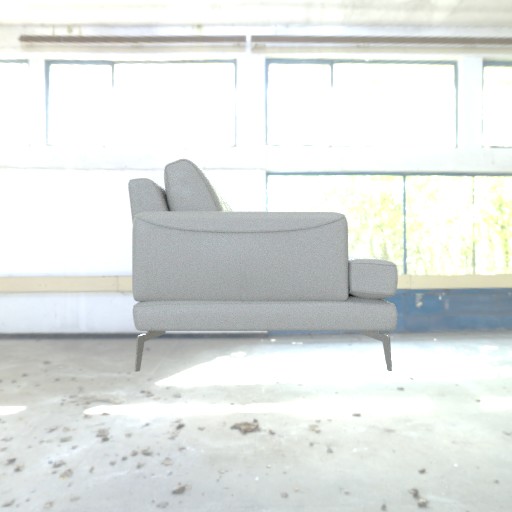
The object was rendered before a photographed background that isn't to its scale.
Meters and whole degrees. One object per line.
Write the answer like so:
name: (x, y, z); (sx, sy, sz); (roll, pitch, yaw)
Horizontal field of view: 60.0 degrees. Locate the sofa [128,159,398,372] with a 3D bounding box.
sofa: (0.000, 0.000, 2.456); (0.974, 0.765, 1.940); (0, 1, 0)
